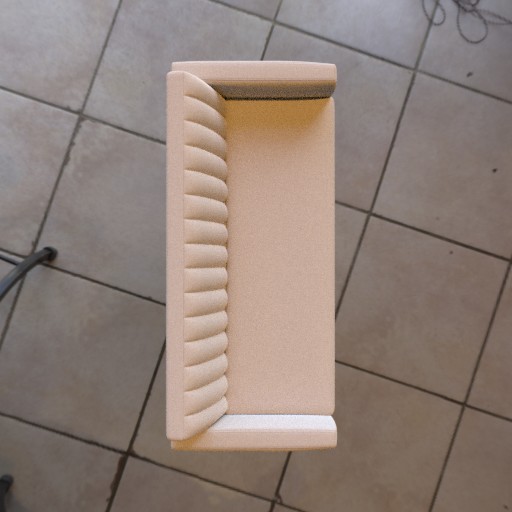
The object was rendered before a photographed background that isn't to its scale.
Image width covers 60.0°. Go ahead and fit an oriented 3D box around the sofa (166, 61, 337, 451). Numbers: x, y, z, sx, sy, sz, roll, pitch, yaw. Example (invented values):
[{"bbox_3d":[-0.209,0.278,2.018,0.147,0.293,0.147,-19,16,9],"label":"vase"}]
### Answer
[{"bbox_3d":[0.000,0.000,2.782,0.990,0.821,2.291,0,90,-1],"label":"sofa"}]
